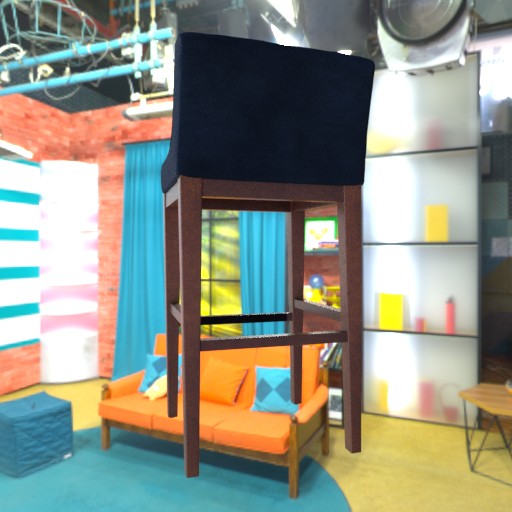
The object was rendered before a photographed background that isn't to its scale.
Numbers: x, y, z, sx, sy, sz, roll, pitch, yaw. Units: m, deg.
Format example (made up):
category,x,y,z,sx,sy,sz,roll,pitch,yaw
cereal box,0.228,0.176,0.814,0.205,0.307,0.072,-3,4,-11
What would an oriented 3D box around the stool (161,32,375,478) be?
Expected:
category,x,y,z,sx,sy,sz,roll,pitch,yaw
stool,0.000,0.000,1.287,0.511,1.037,0.500,0,0,-17
